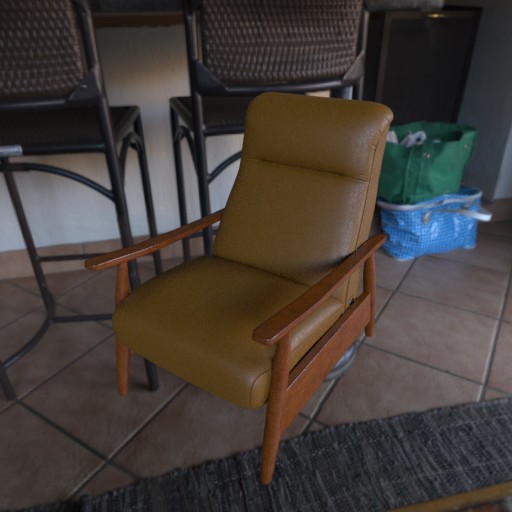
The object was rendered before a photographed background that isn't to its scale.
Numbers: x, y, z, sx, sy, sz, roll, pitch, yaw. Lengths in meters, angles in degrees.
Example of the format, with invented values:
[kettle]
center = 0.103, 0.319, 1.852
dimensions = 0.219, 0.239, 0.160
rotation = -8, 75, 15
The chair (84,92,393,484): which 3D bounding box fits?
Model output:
[chair]
center = 0.000, 0.000, 1.745
dimensions = 0.762, 1.082, 1.014
rotation = 18, 33, 29
